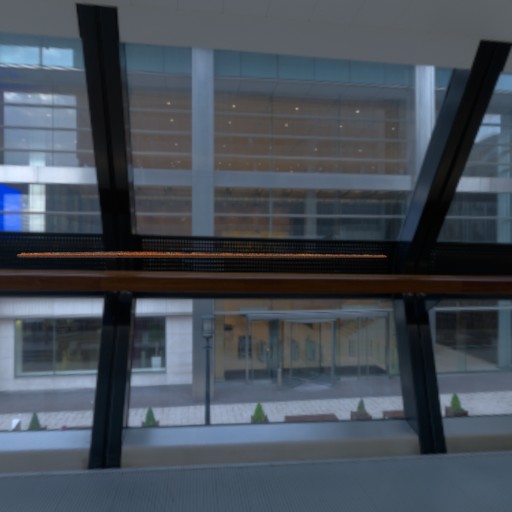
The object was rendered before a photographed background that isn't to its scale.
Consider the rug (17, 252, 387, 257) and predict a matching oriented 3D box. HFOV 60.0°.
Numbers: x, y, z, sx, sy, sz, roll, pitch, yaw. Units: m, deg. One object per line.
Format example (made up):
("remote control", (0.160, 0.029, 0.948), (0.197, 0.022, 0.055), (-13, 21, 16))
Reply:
("rug", (0.000, 0.000, 2.453), (0.651, 0.016, 2.274), (0, 0, 37))
